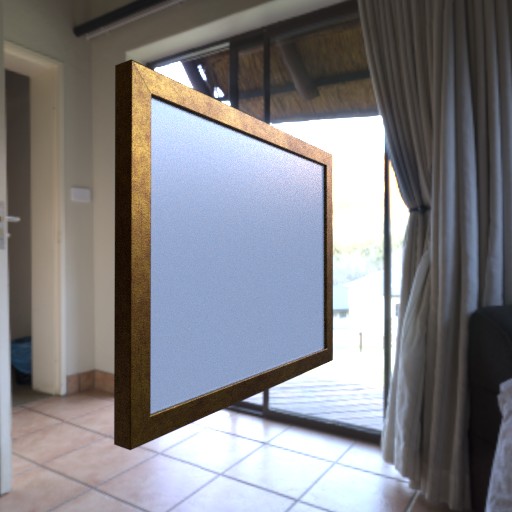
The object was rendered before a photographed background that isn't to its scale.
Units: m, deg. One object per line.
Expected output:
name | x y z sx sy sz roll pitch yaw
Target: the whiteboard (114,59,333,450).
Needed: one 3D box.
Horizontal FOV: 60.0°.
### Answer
whiteboard | 0.000 0.000 0.758 0.029 0.457 0.561 0 -1 34
